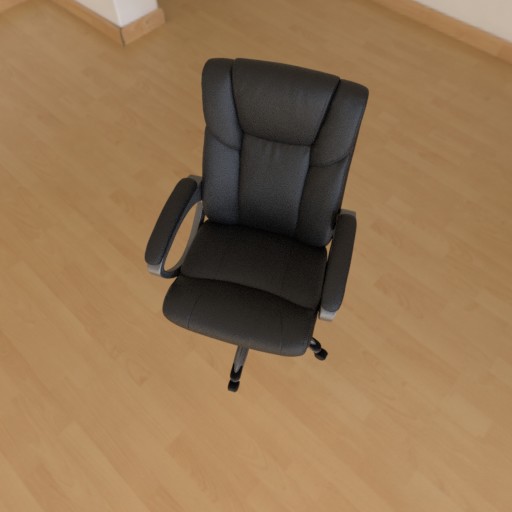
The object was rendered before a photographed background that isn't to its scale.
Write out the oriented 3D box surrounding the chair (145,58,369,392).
[{"bbox_3d":[0.000,0.000,1.610,0.721,1.130,0.719,15,60,9],"label":"chair"}]
